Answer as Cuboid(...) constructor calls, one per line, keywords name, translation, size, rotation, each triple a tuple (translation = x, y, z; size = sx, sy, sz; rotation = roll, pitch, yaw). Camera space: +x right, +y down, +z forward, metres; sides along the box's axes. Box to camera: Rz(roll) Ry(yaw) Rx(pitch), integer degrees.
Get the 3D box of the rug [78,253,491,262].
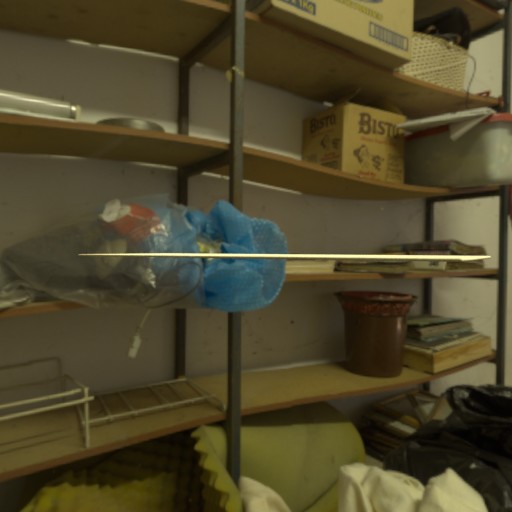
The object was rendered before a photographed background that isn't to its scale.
Cuboid(name="rug", translation=(0.000, 0.000, 2.670), size=(2.450, 0.014, 0.793), rotation=(1, 1, 35))
